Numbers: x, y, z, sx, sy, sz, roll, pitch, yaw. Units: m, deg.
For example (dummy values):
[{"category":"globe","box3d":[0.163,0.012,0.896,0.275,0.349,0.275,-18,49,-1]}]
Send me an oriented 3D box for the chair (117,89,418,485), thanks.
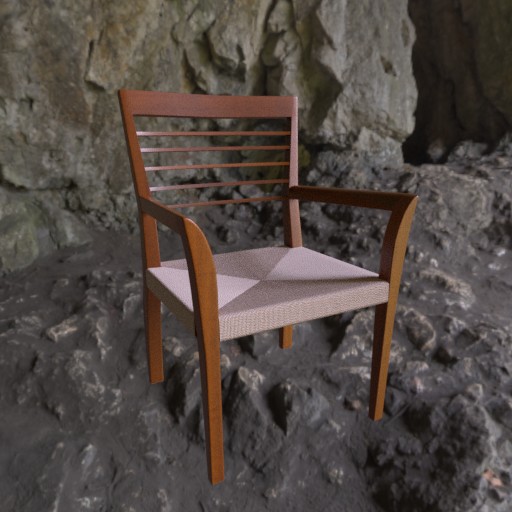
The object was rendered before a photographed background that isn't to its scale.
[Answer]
[{"category":"chair","box3d":[0.000,0.000,1.192,0.587,0.855,0.540,-8,18,-27]}]
